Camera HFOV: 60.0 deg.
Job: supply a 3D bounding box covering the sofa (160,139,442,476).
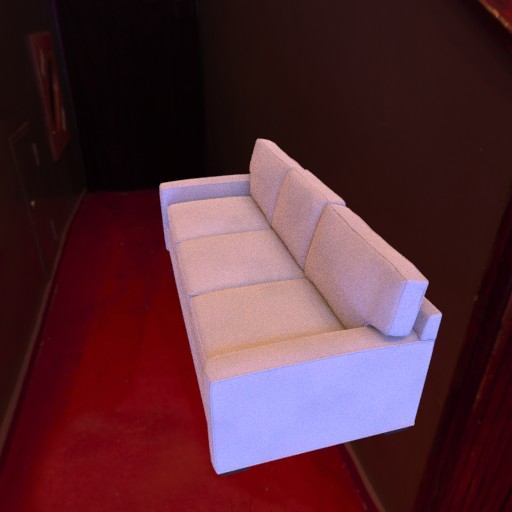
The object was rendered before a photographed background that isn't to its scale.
[{"bbox_3d":[0.000,0.000,2.599,0.935,0.862,2.088,-8,31,-13],"label":"sofa"}]
